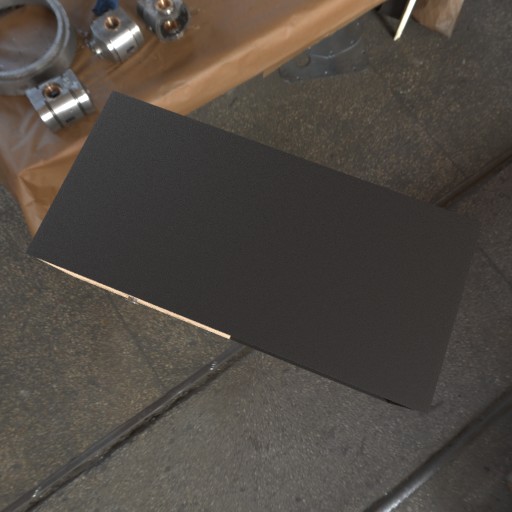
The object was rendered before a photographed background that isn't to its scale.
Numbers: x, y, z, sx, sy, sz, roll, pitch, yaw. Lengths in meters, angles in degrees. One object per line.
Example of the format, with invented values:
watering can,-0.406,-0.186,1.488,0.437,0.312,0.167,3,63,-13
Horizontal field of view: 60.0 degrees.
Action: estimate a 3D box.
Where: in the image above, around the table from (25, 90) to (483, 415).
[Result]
table,0.000,0.000,1.371,1.100,0.400,0.550,21,77,5
